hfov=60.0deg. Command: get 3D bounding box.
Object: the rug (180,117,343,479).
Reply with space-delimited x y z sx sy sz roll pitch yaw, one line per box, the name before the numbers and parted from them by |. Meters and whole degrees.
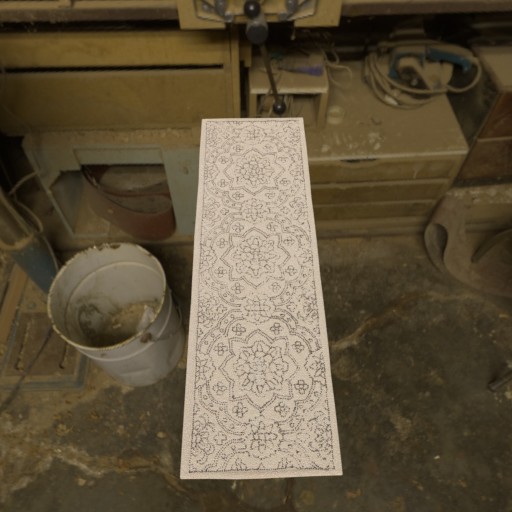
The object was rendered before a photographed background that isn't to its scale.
rug | 0.000 0.000 2.718 0.769 0.012 2.448 -1 58 -1
